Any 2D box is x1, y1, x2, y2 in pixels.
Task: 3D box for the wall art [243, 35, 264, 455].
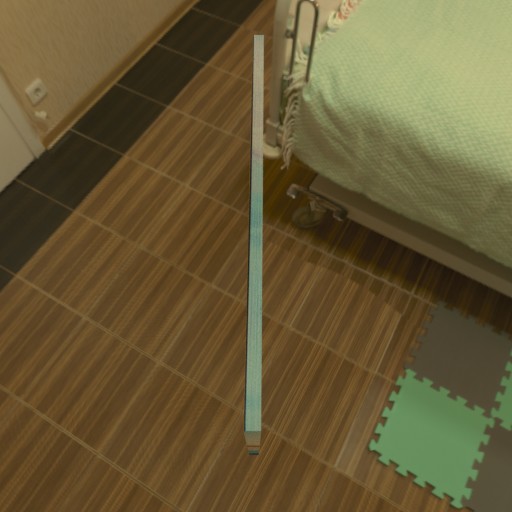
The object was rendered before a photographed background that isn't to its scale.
[{"bbox_3d":[0.000,0.000,0.763,0.018,0.402,0.604,1,63,0],"label":"wall art"}]
